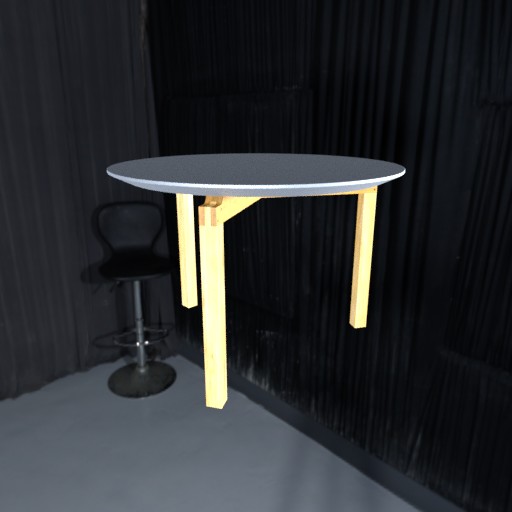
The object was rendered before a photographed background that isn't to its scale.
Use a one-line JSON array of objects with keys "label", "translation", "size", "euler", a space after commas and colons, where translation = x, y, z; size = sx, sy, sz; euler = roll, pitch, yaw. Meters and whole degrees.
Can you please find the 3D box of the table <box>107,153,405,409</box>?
[{"label": "table", "translation": [0.000, 0.000, 0.996], "size": [0.600, 0.405, 0.600], "euler": [0, 17, 0]}]
